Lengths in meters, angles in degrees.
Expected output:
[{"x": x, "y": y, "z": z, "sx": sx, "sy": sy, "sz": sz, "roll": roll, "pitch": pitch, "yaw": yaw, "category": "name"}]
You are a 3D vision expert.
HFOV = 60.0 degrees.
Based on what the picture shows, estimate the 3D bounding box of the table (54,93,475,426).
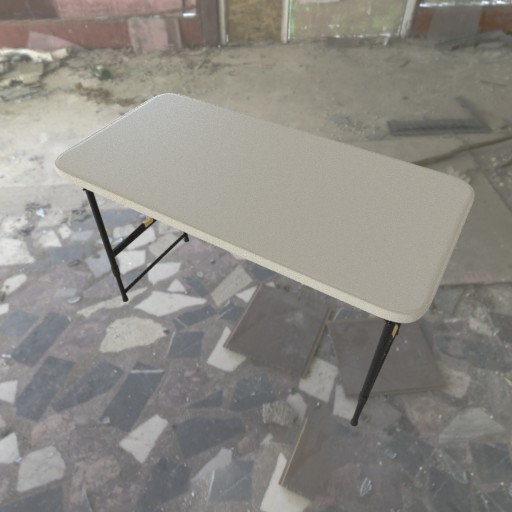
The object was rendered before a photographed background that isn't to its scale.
[{"x": 0.000, "y": 0.000, "z": 1.639, "sx": 1.219, "sy": 0.737, "sz": 0.610, "roll": 23, "pitch": 50, "yaw": 21, "category": "table"}]
